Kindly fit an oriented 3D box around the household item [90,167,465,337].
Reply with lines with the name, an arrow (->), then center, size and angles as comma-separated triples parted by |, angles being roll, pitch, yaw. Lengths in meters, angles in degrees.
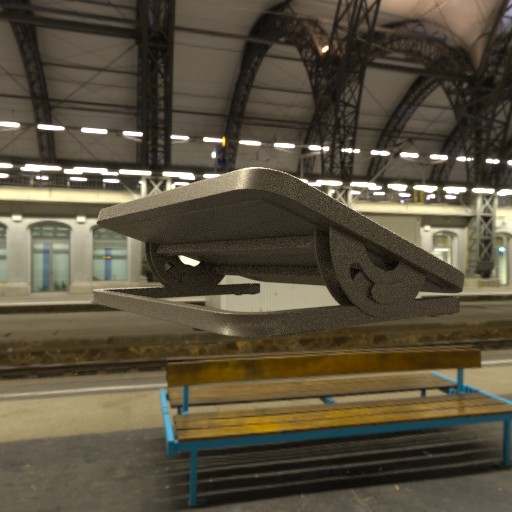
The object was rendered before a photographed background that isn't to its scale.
household item -> 0.000, 0.000, 0.543 | 0.301, 0.126, 0.390 | 0, -1, -37
